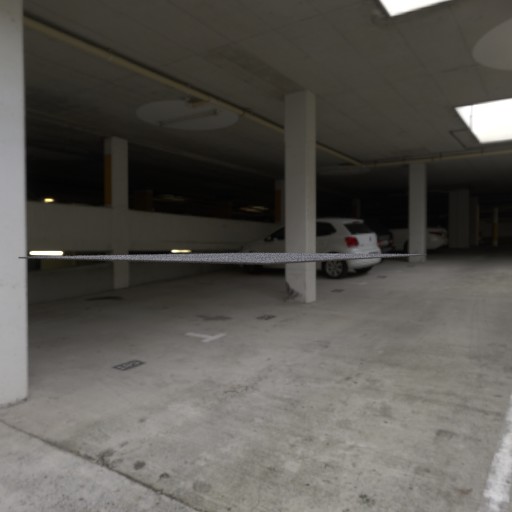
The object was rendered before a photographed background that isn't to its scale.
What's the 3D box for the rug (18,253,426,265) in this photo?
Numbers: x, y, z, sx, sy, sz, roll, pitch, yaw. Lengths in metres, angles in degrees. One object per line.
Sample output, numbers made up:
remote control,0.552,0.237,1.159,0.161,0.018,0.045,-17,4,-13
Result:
rug,0.000,0.000,2.872,1.600,0.008,2.235,1,1,34
